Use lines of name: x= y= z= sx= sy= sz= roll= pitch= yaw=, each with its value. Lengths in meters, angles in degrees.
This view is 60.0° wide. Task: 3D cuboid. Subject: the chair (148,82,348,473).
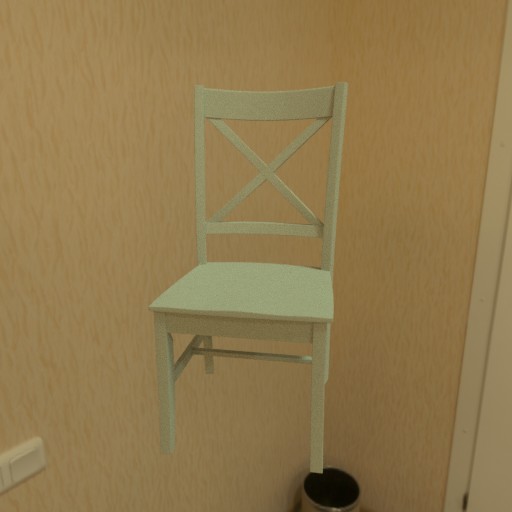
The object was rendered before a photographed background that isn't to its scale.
chair: x=0.000 y=0.000 z=1.280 sx=0.485 sy=0.983 sz=0.542 roll=2 pitch=15 yaw=9
